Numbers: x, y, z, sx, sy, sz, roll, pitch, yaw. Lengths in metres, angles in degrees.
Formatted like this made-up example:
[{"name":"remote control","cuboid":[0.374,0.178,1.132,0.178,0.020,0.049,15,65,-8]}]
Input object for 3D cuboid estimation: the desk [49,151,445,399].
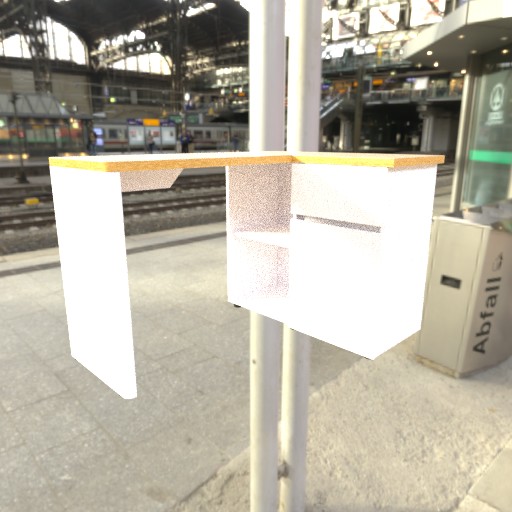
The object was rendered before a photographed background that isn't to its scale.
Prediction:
[{"name":"desk","cuboid":[0.000,0.000,1.730,1.170,0.760,0.900,-14,20,-43]}]
